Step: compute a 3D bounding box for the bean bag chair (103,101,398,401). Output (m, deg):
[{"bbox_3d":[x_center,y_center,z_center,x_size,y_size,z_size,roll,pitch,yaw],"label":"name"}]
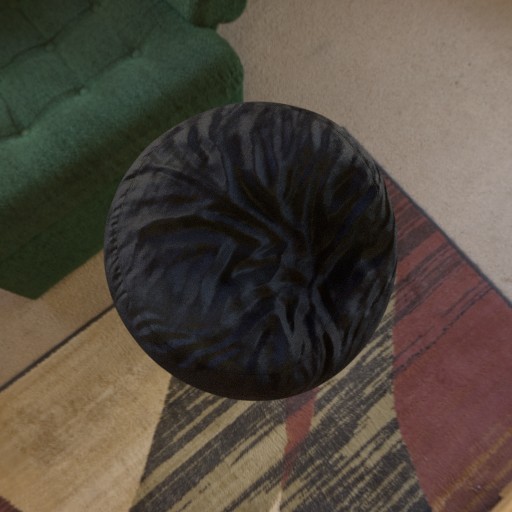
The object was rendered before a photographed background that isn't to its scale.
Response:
[{"bbox_3d":[0.000,0.000,1.483,0.918,0.616,0.918,0,74,0],"label":"bean bag chair"}]
